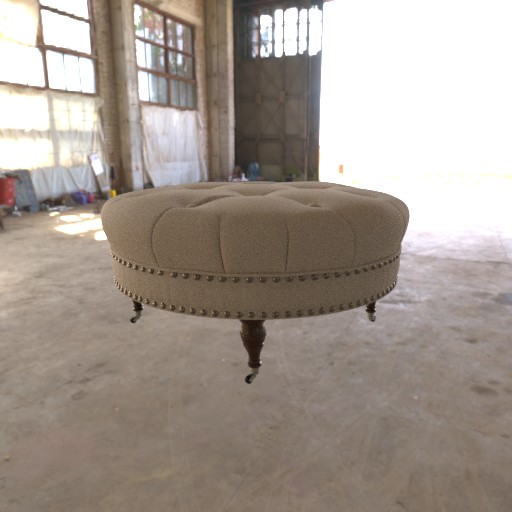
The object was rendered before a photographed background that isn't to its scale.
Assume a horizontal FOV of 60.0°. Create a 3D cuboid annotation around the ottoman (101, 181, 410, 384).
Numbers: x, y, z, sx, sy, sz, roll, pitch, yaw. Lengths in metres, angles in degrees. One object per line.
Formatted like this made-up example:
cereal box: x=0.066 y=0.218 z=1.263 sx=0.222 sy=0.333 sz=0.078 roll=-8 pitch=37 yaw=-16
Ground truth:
ottoman: x=0.000 y=0.000 z=1.378 sx=0.901 sy=0.439 sz=0.901 roll=0 pitch=13 yaw=0
